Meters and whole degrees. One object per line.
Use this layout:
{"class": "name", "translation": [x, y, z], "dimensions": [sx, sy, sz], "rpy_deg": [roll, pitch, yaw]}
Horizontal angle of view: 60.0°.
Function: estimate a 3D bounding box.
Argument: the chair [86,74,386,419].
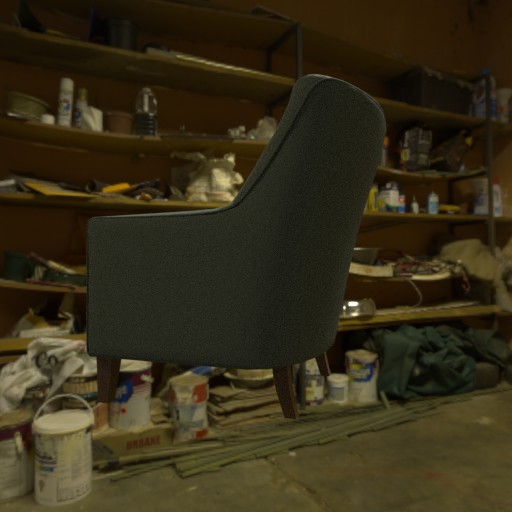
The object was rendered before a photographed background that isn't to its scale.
{"class": "chair", "translation": [0.000, 0.000, 1.555], "dimensions": [0.879, 0.916, 0.756], "rpy_deg": [0, -1, 20]}
